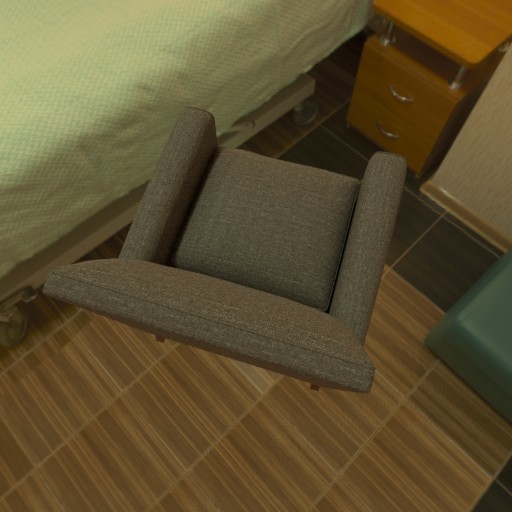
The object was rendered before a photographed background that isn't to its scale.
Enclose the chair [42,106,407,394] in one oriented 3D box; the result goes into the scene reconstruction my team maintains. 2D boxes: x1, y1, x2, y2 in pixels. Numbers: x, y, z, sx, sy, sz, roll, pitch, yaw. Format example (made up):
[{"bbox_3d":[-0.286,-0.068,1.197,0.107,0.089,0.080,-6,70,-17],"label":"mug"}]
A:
[{"bbox_3d":[0.000,0.000,1.531,0.838,0.885,0.875,15,64,8],"label":"chair"}]
